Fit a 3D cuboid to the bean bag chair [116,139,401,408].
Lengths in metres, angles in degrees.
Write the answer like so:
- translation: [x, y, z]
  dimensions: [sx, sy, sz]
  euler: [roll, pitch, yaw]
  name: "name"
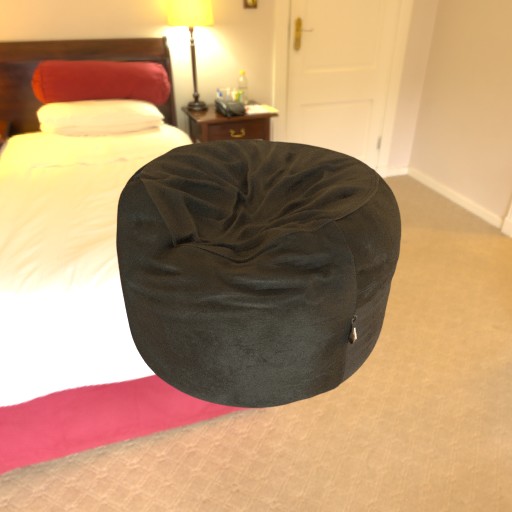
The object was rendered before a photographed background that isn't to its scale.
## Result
- translation: [0.000, 0.000, 1.510]
  dimensions: [0.918, 0.605, 0.918]
  euler: [0, 31, 0]
  name: "bean bag chair"
